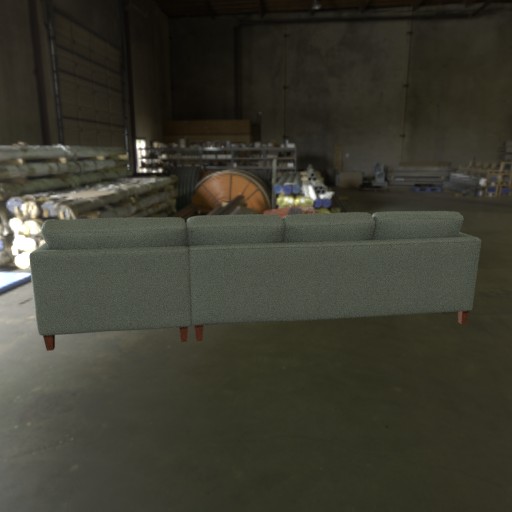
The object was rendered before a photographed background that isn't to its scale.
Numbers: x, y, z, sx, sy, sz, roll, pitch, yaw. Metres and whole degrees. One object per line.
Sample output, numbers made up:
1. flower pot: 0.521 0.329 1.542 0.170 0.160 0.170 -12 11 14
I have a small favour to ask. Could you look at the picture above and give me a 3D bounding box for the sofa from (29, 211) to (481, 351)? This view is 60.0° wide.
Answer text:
1. sofa: 0.000 0.000 4.111 3.471 0.950 1.604 -2 14 -9
